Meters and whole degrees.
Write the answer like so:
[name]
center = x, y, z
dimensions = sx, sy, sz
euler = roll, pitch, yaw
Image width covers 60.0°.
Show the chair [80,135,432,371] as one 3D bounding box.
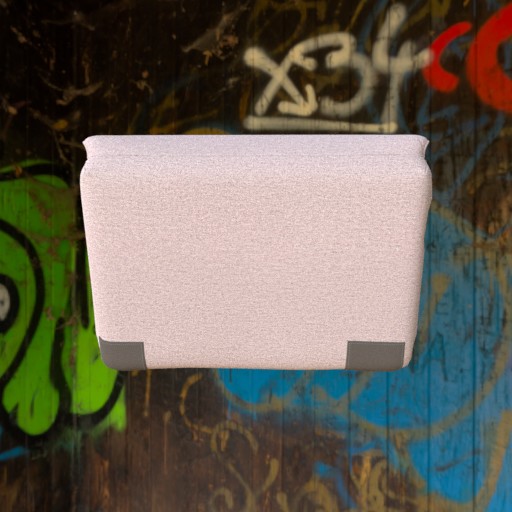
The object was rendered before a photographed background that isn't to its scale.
[chair]
center = 0.000, 0.000, 1.341
dimensions = 0.820, 0.580, 0.780
euler = 0, 0, 0
